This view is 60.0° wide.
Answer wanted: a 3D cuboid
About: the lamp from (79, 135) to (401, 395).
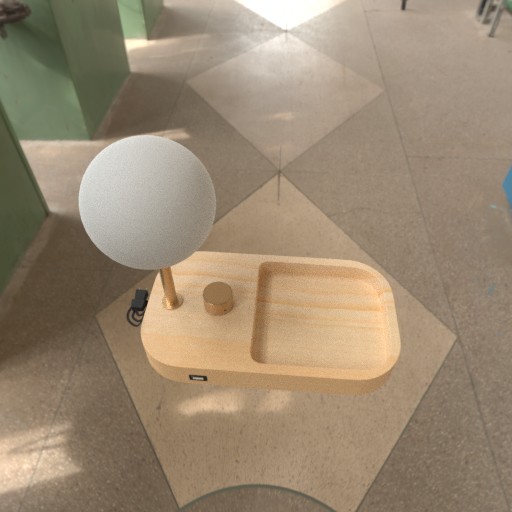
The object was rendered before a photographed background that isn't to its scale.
[{"bbox_3d":[0.000,0.000,0.462,0.331,0.253,0.173,3,47,3],"label":"lamp"}]
